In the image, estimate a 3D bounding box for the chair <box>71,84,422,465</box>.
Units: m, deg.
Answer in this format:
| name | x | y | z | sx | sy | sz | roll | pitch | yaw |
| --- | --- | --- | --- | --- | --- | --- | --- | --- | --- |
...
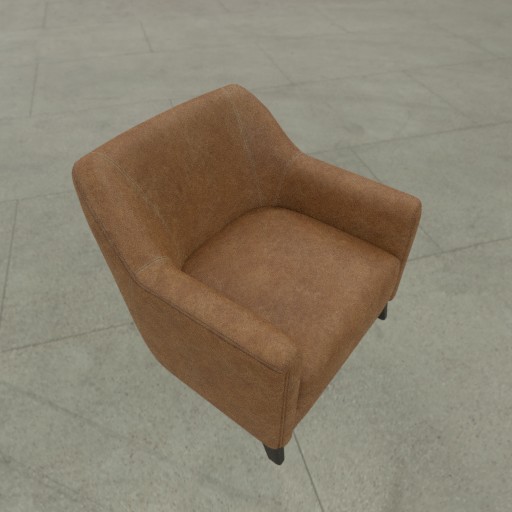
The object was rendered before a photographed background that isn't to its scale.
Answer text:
| name | x | y | z | sx | sy | sz | roll | pitch | yaw |
| --- | --- | --- | --- | --- | --- | --- | --- | --- | --- |
| chair | 0.000 | 0.000 | 1.852 | 1.034 | 0.980 | 1.037 | 28 | 50 | 26 |
